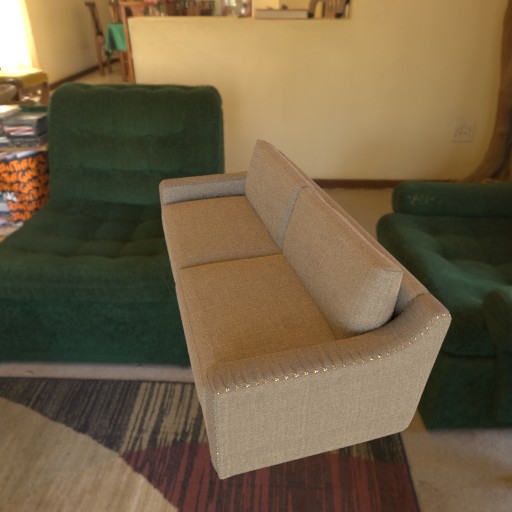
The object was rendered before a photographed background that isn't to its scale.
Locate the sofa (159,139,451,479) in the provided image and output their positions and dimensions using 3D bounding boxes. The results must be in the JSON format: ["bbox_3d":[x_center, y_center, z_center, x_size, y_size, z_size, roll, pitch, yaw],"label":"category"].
[{"bbox_3d":[0.000,0.000,2.672,1.000,0.857,2.208,-8,32,-13],"label":"sofa"}]
